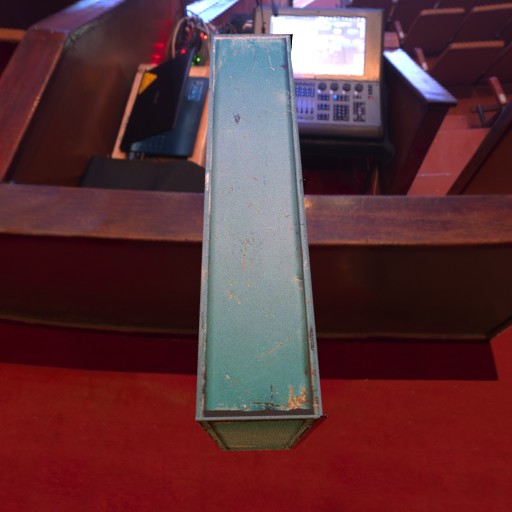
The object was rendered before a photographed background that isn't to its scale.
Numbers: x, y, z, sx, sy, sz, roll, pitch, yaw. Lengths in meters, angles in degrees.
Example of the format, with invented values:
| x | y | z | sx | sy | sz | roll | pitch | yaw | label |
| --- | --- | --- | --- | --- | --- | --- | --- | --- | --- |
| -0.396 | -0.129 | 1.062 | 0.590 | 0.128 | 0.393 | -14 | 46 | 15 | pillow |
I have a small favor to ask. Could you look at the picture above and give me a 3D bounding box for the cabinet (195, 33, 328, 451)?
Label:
| x | y | z | sx | sy | sz | roll | pitch | yaw | label |
| --- | --- | --- | --- | --- | --- | --- | --- | --- | --- |
| 0.000 | 0.000 | 3.914 | 0.680 | 2.160 | 3.001 | -1 | 62 | -1 | cabinet |
